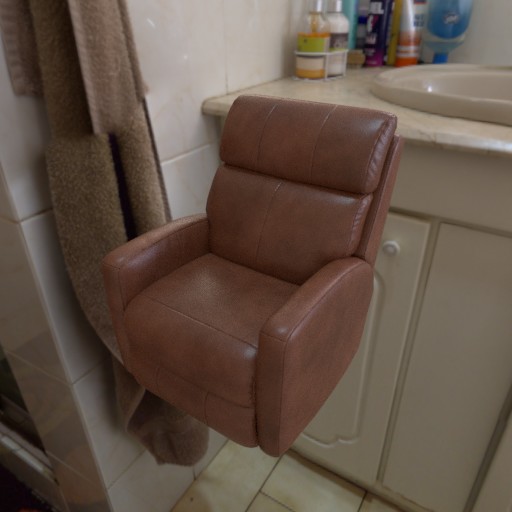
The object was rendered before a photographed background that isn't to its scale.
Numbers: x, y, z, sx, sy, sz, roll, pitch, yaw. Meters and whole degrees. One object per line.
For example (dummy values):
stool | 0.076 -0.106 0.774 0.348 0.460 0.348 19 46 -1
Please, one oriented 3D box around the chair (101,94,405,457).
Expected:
chair | 0.000 0.000 1.689 0.787 1.016 0.939 19 35 29
